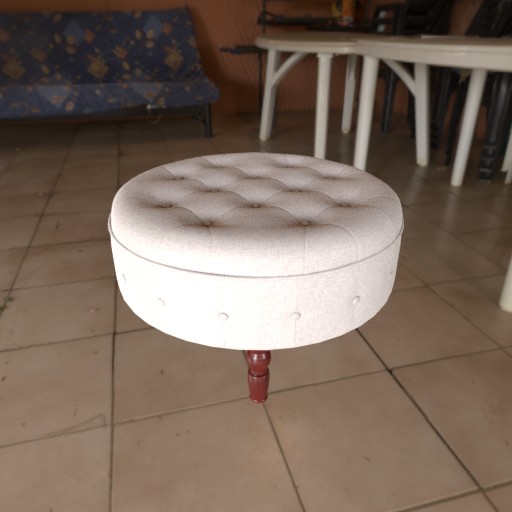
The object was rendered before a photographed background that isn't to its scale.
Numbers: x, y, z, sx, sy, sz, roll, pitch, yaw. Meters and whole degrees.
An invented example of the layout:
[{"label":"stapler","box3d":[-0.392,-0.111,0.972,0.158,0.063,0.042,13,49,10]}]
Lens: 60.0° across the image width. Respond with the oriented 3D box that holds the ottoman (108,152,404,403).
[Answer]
[{"label":"ottoman","box3d":[0.000,0.000,1.401,0.849,0.478,0.849,0,27,0]}]
